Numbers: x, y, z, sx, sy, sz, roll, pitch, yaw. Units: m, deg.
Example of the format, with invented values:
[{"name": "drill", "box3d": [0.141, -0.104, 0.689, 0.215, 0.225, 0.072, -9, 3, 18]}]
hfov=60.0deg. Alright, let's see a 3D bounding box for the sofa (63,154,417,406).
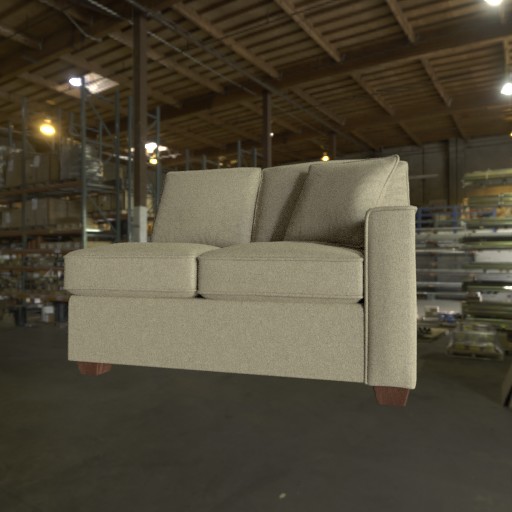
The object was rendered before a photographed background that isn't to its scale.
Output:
[{"name": "sofa", "box3d": [0.000, 0.000, 2.052, 1.388, 0.989, 0.991, 0, -1, 19]}]
